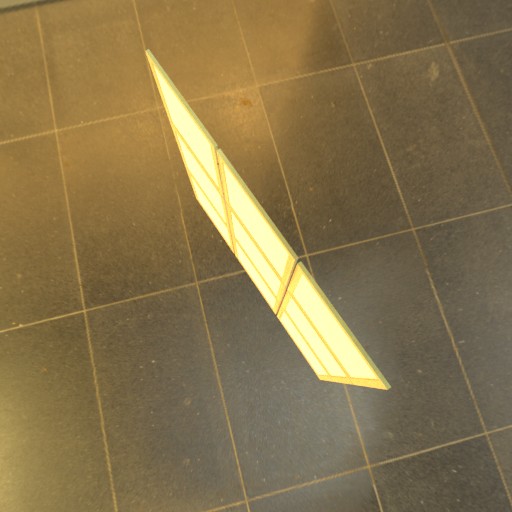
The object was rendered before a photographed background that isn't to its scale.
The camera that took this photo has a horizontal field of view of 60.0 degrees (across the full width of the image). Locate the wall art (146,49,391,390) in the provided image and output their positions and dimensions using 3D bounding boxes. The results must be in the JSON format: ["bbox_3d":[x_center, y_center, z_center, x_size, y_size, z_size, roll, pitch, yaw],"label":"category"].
[{"bbox_3d":[0.000,0.000,1.840,0.013,1.219,1.214,-33,78,-8],"label":"wall art"}]
